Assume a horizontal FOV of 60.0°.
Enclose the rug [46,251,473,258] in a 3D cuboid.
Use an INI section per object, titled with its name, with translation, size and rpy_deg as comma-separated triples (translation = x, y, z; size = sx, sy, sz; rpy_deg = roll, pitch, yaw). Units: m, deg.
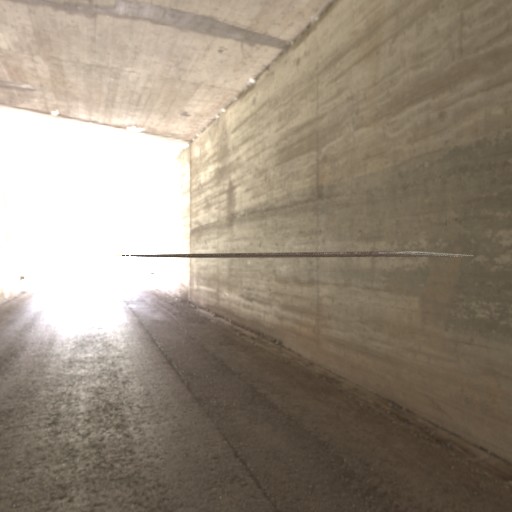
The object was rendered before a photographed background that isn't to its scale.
[rug]
translation = 0.000, 0.000, 2.964
size = 2.440, 0.010, 1.528
rpy_deg = 0, -1, 34
